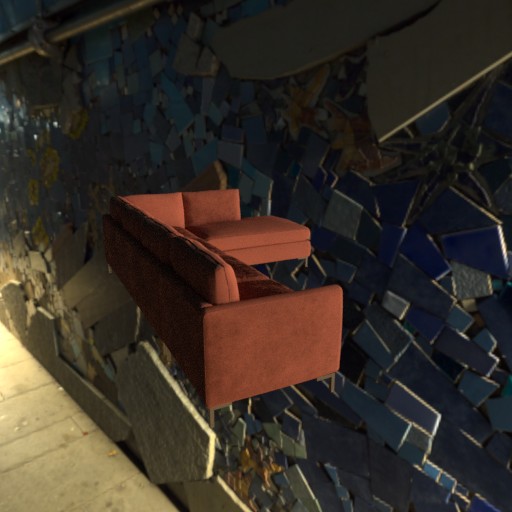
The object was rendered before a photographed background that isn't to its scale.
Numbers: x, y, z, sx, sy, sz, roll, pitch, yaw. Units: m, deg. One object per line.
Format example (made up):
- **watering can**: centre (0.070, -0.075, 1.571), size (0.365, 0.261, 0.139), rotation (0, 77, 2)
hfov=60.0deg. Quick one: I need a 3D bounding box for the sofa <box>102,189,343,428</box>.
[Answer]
- **sofa**: centre (0.000, 0.000, 3.456), size (1.879, 0.757, 2.736), rotation (-8, 17, -26)
